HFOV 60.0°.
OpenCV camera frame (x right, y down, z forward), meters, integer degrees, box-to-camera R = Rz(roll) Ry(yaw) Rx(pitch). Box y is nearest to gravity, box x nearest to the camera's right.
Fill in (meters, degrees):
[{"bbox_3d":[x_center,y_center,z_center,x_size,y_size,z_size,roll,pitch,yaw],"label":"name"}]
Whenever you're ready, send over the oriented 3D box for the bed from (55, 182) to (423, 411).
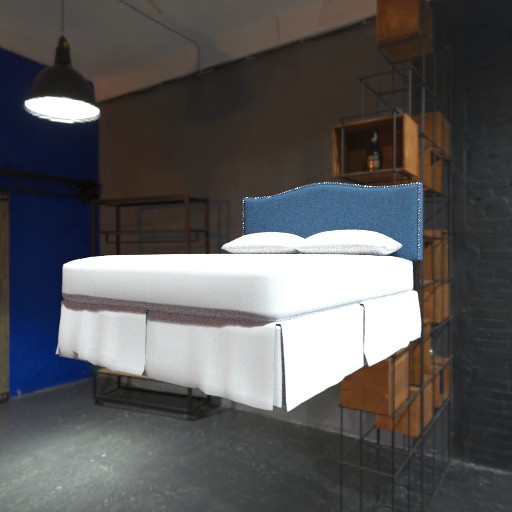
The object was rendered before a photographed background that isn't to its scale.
[{"bbox_3d":[0.000,0.000,2.856,1.610,1.169,1.872,0,1,36],"label":"bed"}]
